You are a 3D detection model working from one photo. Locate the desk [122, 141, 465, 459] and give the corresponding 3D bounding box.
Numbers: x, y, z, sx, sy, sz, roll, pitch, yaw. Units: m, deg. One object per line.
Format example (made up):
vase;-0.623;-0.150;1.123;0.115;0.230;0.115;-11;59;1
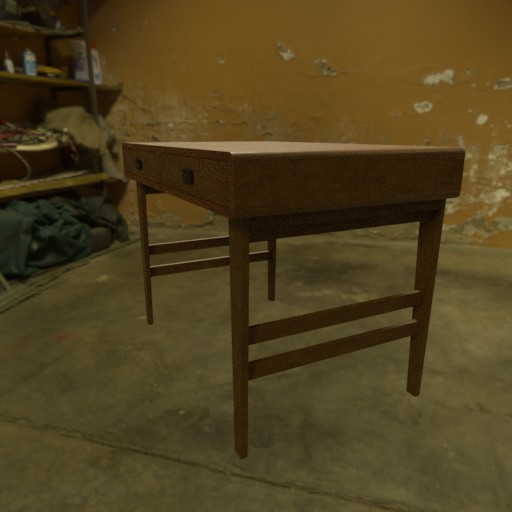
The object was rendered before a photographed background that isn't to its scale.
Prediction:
desk;0.000;0.000;1.546;0.660;0.754;1.066;-8;17;-26
